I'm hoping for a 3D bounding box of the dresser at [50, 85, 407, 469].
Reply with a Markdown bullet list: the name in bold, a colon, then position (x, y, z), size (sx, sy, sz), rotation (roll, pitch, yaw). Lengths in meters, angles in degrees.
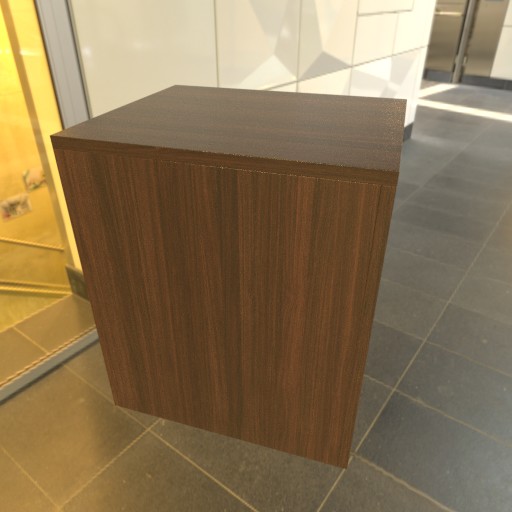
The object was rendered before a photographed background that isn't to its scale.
- **dresser**: position (0.000, 0.000, 0.743), size (0.400, 0.470, 0.360), rotation (9, 32, 15)
